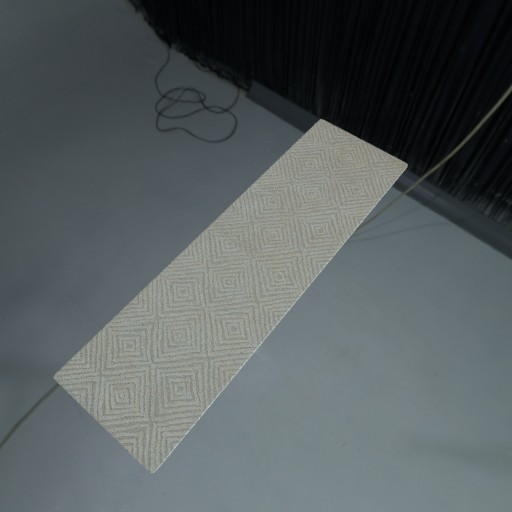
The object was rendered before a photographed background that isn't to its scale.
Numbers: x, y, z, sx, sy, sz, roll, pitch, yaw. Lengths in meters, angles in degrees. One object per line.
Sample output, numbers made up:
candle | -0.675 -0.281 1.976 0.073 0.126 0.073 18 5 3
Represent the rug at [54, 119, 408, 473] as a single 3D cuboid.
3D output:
rug | 0.000 0.000 2.474 0.676 0.008 2.277 34 65 19
